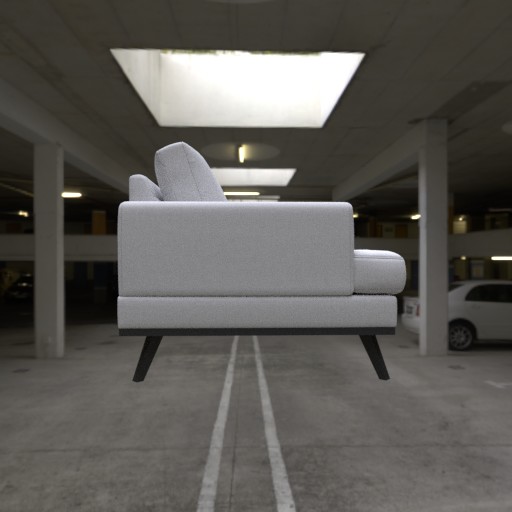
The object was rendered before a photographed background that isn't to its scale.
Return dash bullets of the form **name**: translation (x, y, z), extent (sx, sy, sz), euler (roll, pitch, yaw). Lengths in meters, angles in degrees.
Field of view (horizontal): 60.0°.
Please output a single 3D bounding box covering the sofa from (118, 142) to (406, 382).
- **sofa**: translation (0.000, 0.000, 2.205), extent (0.920, 0.810, 1.650), euler (0, 0, -2)
